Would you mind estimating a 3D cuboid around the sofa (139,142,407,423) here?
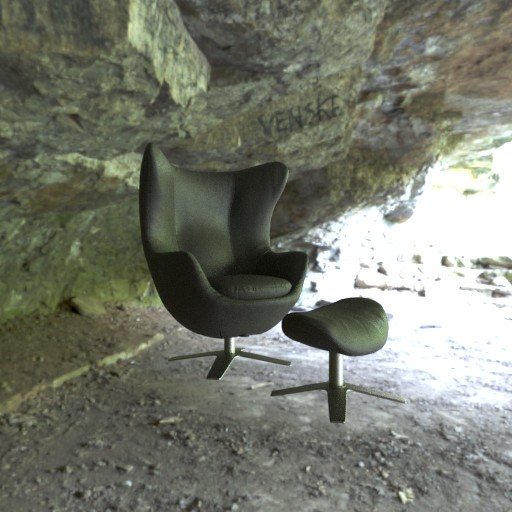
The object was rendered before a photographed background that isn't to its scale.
[{"bbox_3d":[0.000,0.000,2.179,0.894,1.135,1.444,0,1,-35],"label":"sofa"}]
